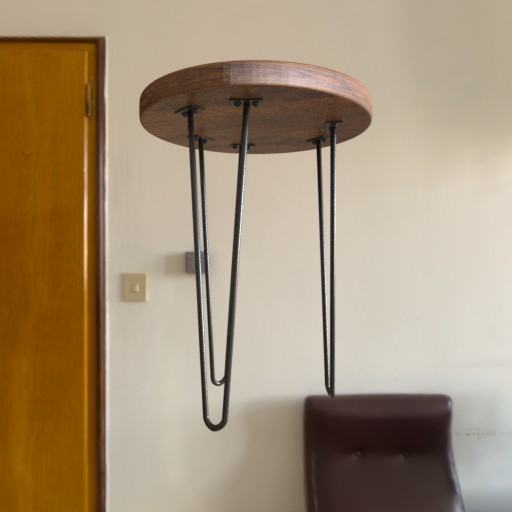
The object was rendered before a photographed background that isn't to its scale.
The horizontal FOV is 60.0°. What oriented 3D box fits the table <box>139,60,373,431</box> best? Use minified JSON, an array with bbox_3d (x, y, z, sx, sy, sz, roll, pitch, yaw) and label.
[{"bbox_3d":[0.000,0.000,0.784,0.400,0.520,0.400,0,0,0],"label":"table"}]
